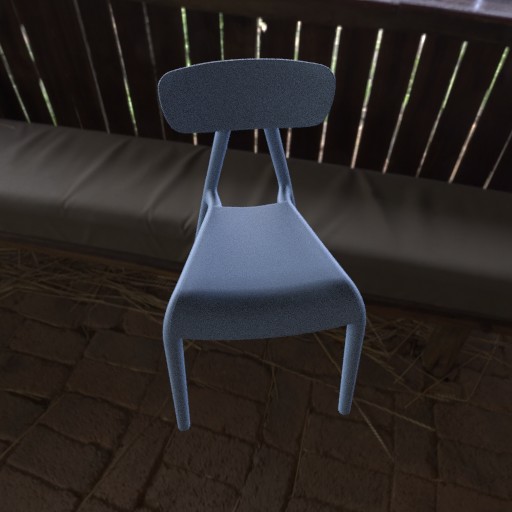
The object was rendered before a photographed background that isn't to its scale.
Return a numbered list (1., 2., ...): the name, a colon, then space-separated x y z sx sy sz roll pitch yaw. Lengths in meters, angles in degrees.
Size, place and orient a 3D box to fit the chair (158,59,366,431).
1. chair: 0.000 0.000 0.831 0.356 0.580 0.401 -4 47 -4
